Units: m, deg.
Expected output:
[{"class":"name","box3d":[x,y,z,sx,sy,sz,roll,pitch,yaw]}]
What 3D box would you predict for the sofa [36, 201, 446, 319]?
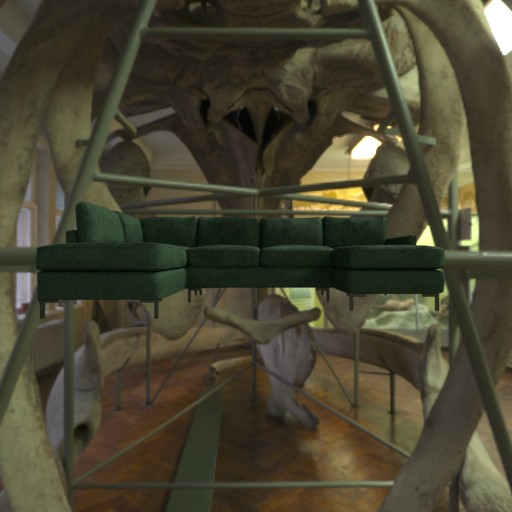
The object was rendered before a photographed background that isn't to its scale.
[{"class":"sofa","box3d":[0.000,0.000,3.942,2.994,0.861,1.992,0,0,0]}]
